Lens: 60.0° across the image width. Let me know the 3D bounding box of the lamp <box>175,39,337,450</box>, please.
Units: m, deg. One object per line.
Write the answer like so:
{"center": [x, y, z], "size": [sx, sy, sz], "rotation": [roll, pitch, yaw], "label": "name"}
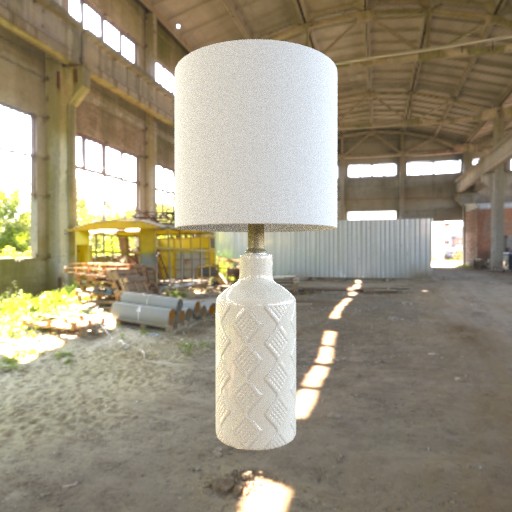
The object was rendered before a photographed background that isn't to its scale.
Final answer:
{"center": [0.000, 0.000, 0.574], "size": [0.207, 0.461, 0.207], "rotation": [0, 1, -18], "label": "lamp"}
